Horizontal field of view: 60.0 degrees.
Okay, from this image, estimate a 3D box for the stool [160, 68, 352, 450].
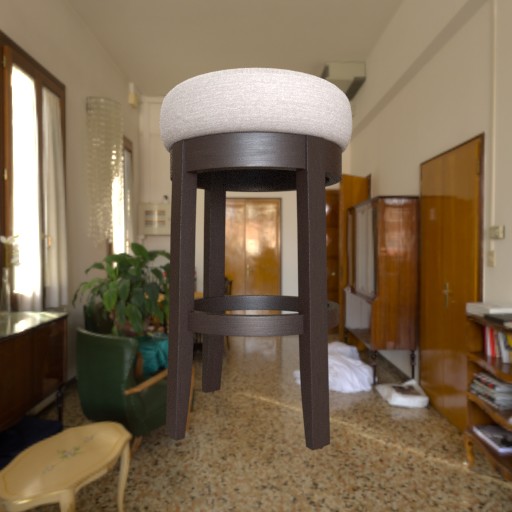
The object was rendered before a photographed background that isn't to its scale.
[{"bbox_3d":[0.000,0.000,1.047,0.443,0.757,0.443,0,1,0],"label":"stool"}]
